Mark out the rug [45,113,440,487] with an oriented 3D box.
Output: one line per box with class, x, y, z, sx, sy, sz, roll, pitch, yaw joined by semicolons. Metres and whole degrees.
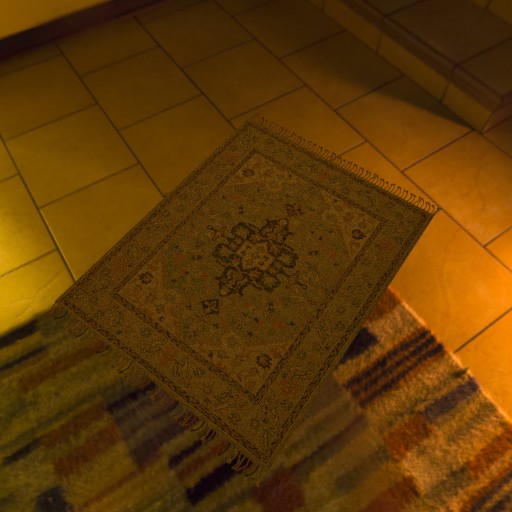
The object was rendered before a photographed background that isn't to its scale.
rug;0.000;0.000;3.535;1.971;0.010;2.651;32;64;18
